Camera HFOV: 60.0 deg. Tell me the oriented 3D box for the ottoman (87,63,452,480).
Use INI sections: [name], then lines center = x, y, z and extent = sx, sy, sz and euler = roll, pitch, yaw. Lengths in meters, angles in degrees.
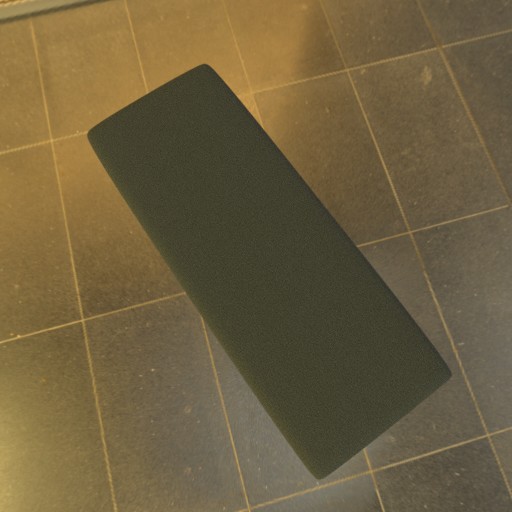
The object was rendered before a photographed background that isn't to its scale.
[ottoman]
center = 0.000, 0.000, 1.853
extent = 0.646, 0.393, 1.609
euler = -34, 77, -9
